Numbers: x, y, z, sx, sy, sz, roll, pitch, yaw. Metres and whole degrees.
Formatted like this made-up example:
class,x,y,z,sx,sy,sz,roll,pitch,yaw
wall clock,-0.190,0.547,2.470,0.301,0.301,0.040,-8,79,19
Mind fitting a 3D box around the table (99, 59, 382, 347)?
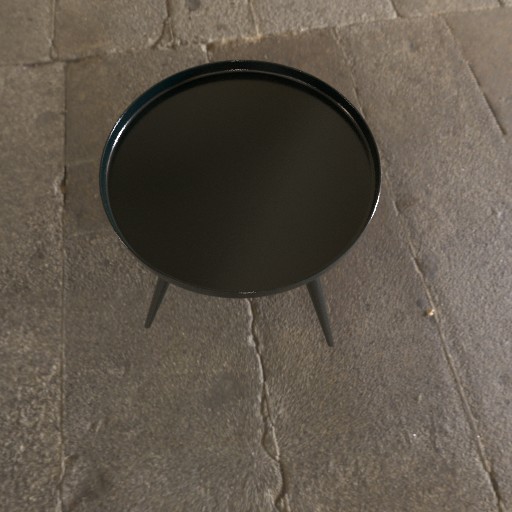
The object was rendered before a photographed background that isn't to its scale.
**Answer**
class,x,y,z,sx,sy,sz,roll,pitch,yaw
table,0.000,0.000,0.826,0.415,0.548,0.403,33,69,14
